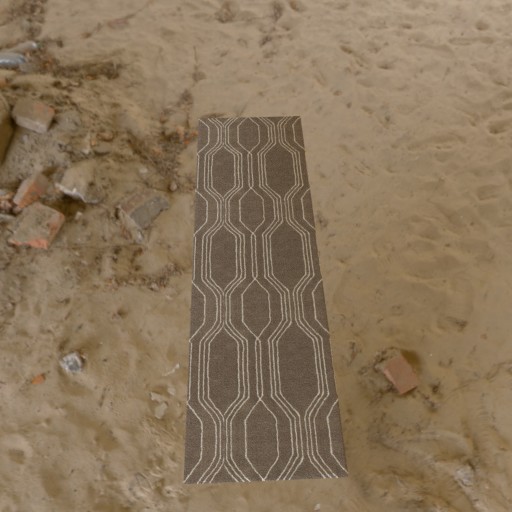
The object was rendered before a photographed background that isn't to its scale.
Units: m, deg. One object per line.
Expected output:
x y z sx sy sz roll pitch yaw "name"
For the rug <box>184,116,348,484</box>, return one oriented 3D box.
0.000 0.000 2.714 0.773 0.012 2.464 -2 59 -1 "rug"
